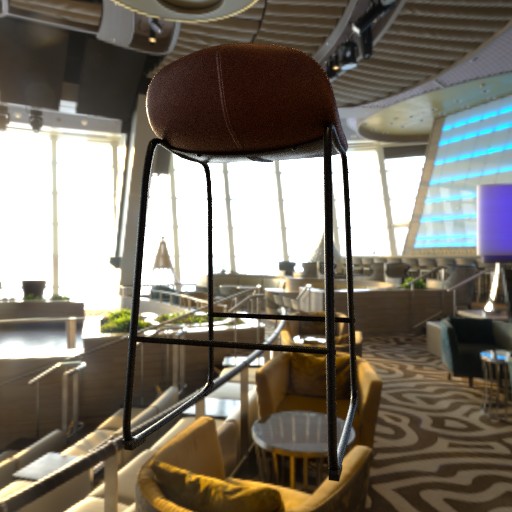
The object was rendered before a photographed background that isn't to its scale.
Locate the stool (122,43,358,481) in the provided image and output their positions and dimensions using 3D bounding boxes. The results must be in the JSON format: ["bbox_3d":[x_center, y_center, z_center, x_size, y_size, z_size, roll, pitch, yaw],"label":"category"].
[{"bbox_3d":[0.000,0.000,1.087,0.454,0.830,0.473,0,0,17],"label":"stool"}]
